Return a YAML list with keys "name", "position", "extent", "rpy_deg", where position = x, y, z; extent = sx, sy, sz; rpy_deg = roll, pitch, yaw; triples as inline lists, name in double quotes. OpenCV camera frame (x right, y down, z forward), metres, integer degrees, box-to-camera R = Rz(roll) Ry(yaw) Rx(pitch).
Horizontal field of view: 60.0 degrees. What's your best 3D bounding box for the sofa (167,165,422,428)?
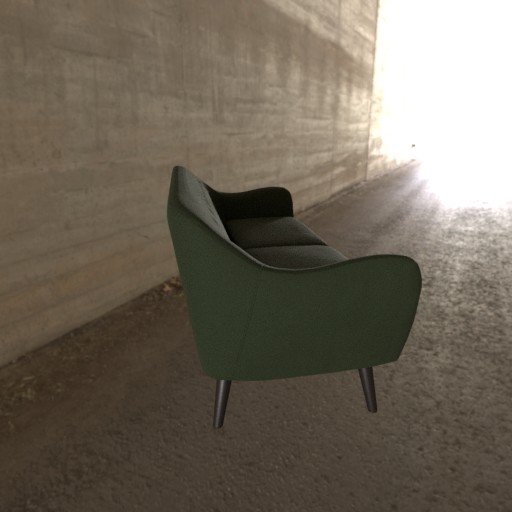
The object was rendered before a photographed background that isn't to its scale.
- name: "sofa"
  position: [0.000, 0.000, 2.258]
  extent: [0.820, 0.836, 1.840]
  rpy_deg: [-3, 16, -9]
